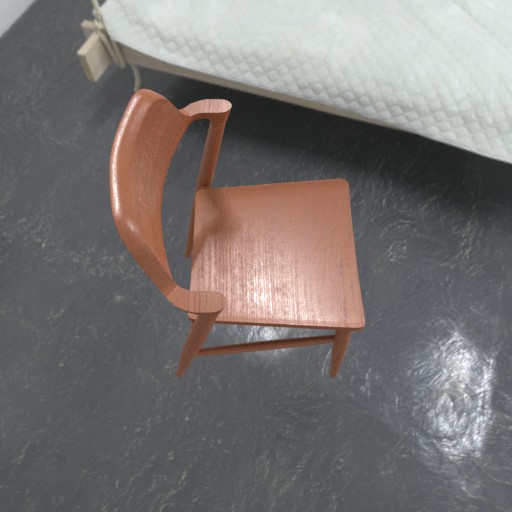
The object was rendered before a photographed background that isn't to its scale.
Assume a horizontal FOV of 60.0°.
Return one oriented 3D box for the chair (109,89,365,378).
[{"bbox_3d":[0.000,0.000,1.114,0.499,0.801,0.496,0,63,0],"label":"chair"}]
